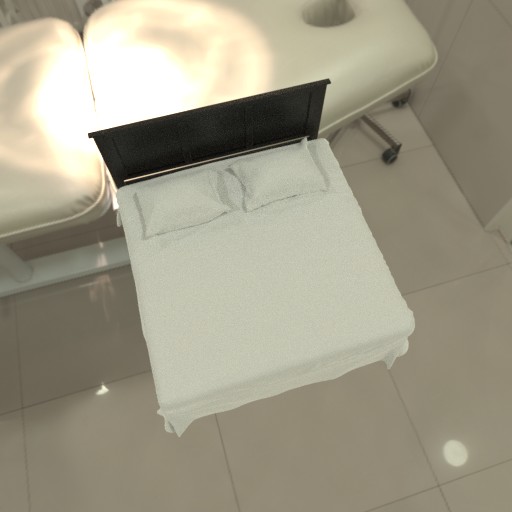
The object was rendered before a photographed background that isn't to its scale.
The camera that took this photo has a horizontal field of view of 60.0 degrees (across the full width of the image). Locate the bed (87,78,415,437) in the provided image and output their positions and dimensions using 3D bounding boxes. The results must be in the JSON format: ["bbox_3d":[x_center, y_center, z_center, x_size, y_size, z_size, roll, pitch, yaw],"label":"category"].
[{"bbox_3d":[0.000,0.000,3.669,2.315,1.271,2.219,-15,65,-7],"label":"bed"}]
